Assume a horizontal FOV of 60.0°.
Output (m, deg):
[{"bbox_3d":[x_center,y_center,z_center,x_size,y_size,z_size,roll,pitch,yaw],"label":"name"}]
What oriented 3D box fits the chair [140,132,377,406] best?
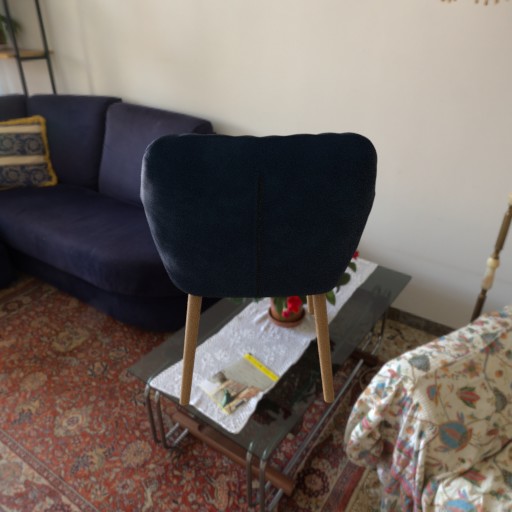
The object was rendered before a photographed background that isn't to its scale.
[{"bbox_3d":[0.000,0.000,1.244,0.578,0.826,0.573,-1,30,-1],"label":"chair"}]
